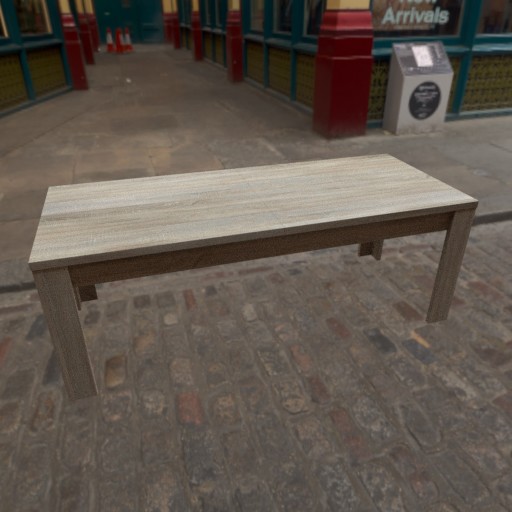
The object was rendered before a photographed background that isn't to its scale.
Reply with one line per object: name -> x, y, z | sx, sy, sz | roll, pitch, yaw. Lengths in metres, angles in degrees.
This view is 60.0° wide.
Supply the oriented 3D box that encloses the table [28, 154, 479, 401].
table -> 0.000, 0.000, 2.638 | 2.200, 0.790, 0.900 | -9, 31, -15
